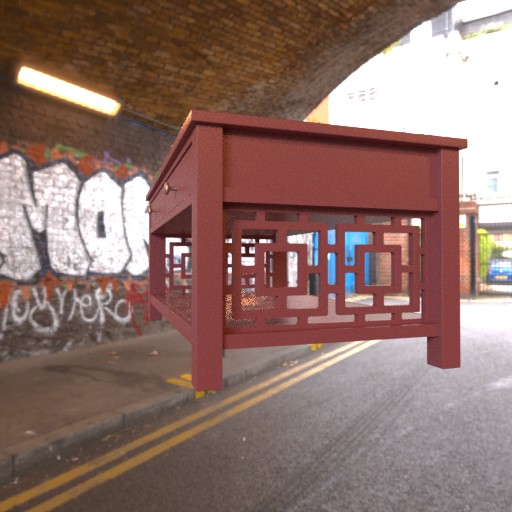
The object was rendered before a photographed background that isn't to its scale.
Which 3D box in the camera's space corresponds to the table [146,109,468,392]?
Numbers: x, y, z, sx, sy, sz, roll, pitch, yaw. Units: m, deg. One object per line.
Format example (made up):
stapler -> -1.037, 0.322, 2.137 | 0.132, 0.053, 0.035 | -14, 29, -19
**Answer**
table -> 0.000, 0.000, 1.364 | 0.612, 0.493, 1.068 | 0, -1, -18
